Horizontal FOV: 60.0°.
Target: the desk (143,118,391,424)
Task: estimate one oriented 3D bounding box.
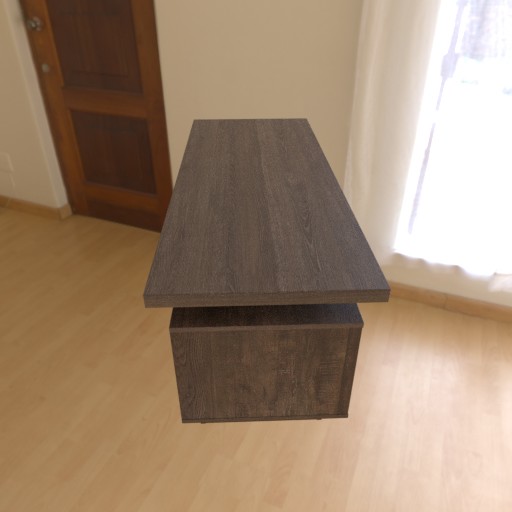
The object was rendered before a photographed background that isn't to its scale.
[{"bbox_3d":[0.000,0.000,1.916,0.600,0.760,1.524,-1,32,-2],"label":"desk"}]
